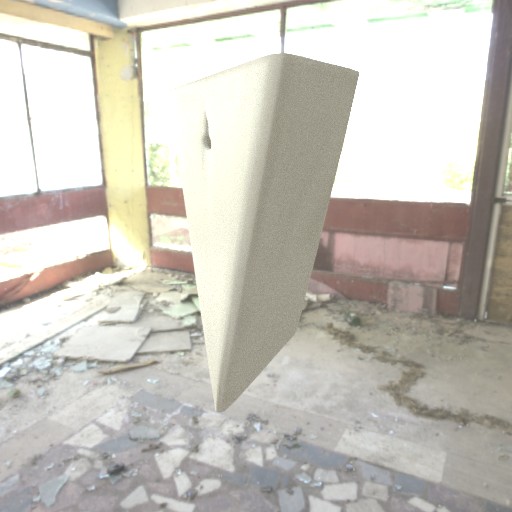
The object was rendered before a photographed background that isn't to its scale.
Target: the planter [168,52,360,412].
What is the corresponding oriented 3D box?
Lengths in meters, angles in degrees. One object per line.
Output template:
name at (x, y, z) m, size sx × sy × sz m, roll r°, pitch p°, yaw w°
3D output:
planter at (0.000, 0.000, 0.265) m, size 0.060 × 0.197 × 0.150 m, roll -7°, pitch 16°, yaw -26°
